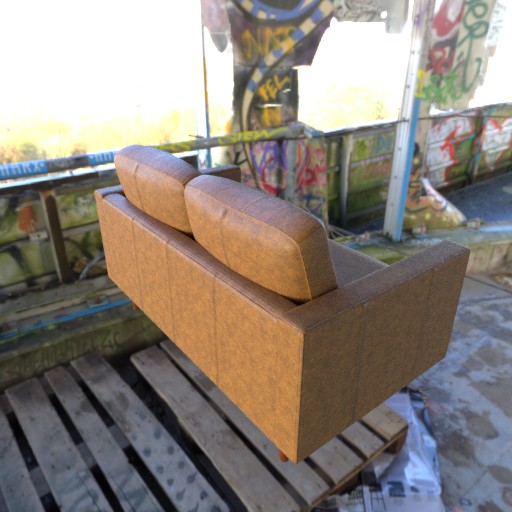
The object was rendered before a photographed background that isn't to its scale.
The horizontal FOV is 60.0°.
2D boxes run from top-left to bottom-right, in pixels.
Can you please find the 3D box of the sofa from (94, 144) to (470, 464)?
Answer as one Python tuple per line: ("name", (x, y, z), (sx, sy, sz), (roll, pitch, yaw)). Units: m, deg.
("sofa", (0.000, 0.000, 2.085), (0.909, 0.951, 1.578), (-19, 32, -33))
